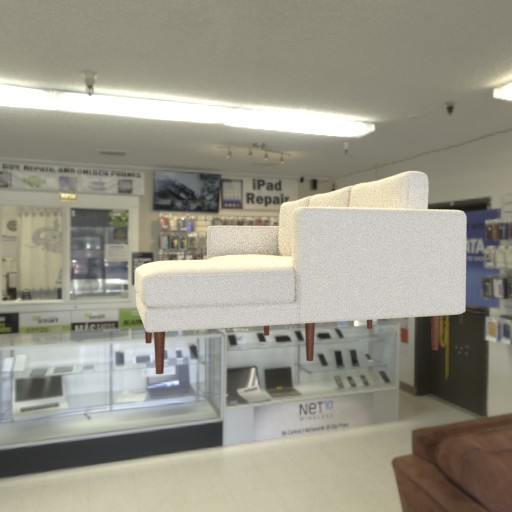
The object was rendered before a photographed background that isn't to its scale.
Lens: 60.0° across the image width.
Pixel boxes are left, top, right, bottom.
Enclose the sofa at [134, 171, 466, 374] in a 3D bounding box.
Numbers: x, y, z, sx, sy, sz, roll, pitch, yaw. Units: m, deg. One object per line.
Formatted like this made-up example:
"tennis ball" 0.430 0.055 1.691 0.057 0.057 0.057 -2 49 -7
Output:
"sofa" 0.000 0.000 2.917 1.580 0.899 2.029 0 1 -18
